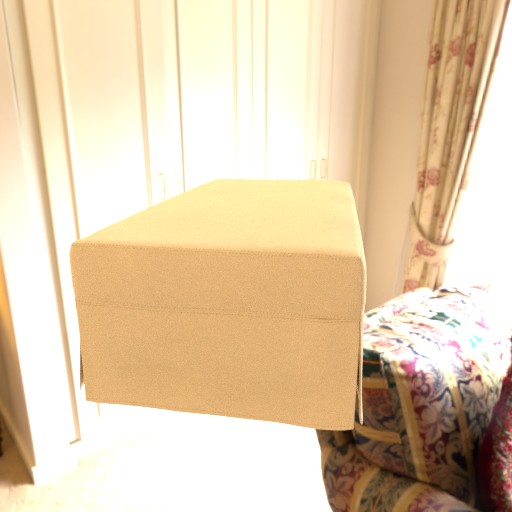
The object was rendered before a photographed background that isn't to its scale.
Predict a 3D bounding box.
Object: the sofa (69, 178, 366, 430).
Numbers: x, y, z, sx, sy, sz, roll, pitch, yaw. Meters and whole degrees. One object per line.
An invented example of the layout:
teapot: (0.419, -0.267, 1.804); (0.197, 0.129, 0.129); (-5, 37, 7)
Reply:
sofa: (0.000, 0.000, 2.075); (0.939, 0.552, 1.677); (3, 17, 10)
